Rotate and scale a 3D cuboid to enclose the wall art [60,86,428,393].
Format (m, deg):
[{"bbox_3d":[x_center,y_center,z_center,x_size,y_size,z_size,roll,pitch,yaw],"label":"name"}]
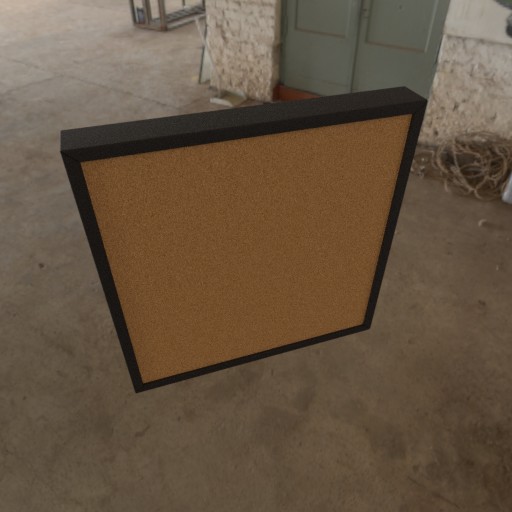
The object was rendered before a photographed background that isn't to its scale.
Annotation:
[{"bbox_3d":[0.000,0.000,0.461,0.305,0.305,0.037,-12,42,-14],"label":"wall art"}]
